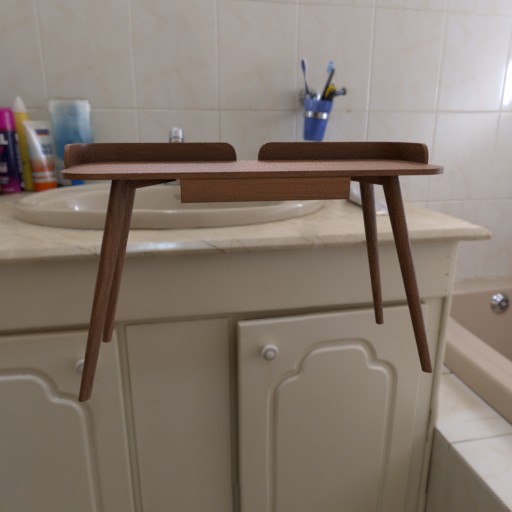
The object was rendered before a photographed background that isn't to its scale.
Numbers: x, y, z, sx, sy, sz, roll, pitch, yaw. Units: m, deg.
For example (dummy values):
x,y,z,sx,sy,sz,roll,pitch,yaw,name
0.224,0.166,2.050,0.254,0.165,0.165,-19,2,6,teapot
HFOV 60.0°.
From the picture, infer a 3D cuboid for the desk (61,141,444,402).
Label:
x,y,z,sx,sy,sz,roll,pitch,yaw,name
0.000,0.000,1.635,1.256,0.800,0.486,-2,16,-8,desk
